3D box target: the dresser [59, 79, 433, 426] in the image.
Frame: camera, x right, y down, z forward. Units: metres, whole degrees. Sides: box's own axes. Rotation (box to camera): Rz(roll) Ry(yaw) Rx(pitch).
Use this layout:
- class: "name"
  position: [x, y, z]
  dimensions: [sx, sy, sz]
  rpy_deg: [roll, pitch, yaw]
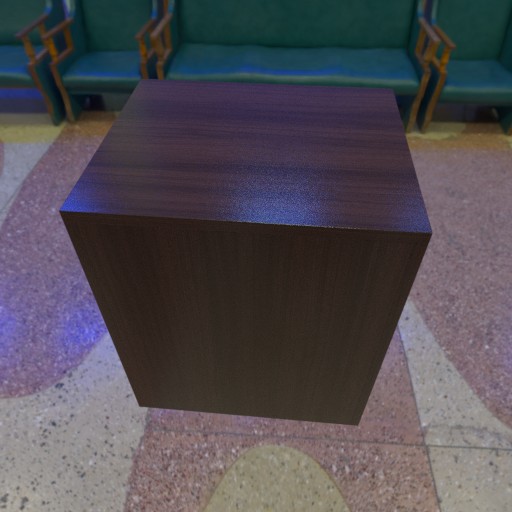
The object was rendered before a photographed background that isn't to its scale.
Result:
- class: "dresser"
  position: [0.000, 0.000, 0.764]
  dimensions: [0.400, 0.470, 0.360]
  rpy_deg: [4, 46, 4]
